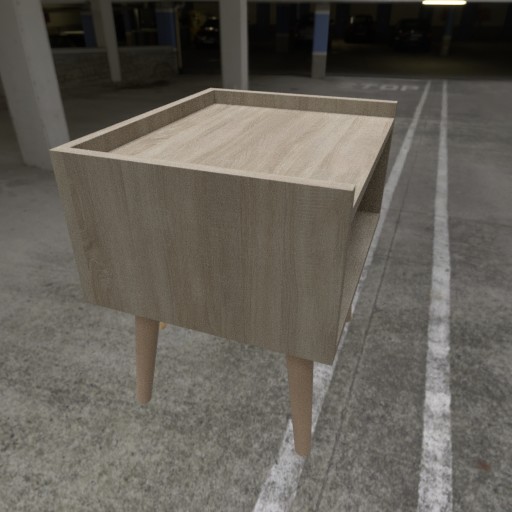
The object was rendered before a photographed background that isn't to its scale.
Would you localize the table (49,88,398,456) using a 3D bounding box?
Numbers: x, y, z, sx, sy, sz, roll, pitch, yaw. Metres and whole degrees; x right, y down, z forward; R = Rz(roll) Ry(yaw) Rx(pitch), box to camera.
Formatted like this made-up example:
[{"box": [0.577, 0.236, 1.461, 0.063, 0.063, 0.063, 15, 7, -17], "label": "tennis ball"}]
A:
[{"box": [0.000, 0.000, 0.784, 0.370, 0.470, 0.450, 11, 32, 18], "label": "table"}]
